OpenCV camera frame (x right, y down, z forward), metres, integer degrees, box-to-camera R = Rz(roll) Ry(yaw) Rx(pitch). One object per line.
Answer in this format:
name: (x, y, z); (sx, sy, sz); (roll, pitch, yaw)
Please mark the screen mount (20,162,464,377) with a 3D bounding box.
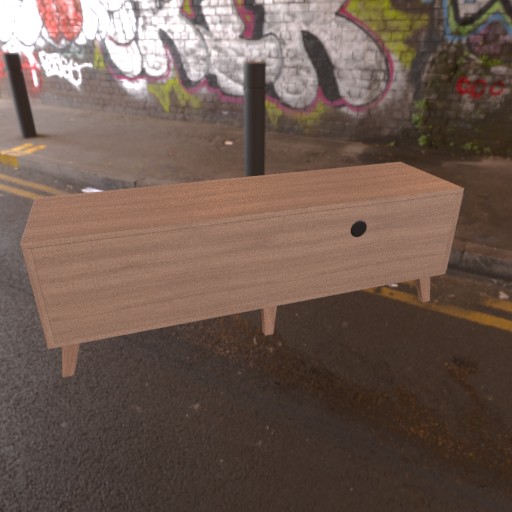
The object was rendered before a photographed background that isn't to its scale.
screen mount: (0.000, 0.000, 1.711); (1.500, 0.509, 0.401); (-9, 28, -17)
